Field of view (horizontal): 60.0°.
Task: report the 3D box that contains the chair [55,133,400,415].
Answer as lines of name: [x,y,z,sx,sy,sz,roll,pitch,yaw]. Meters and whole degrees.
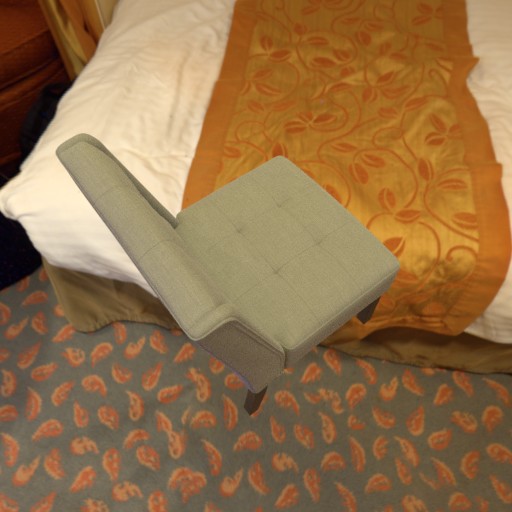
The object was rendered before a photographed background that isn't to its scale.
chair: [0.000,0.000,1.285,0.676,0.853,0.569,-33,64,-19]
